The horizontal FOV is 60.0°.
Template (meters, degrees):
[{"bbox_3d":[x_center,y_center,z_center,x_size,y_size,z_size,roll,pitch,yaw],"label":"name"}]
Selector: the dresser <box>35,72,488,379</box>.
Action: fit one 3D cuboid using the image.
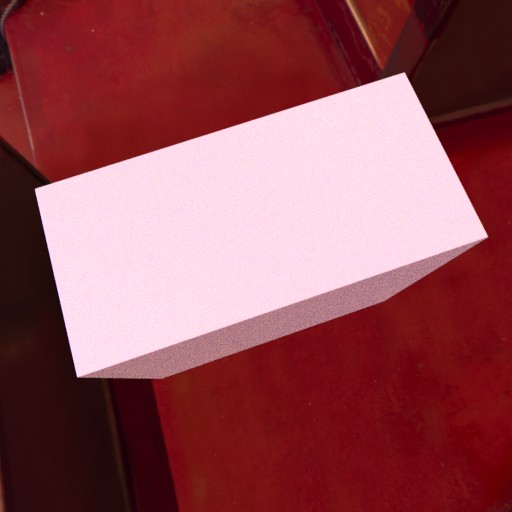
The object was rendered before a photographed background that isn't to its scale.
[{"bbox_3d":[0.000,0.000,1.251,0.830,0.740,0.420,-18,75,-5],"label":"dresser"}]
